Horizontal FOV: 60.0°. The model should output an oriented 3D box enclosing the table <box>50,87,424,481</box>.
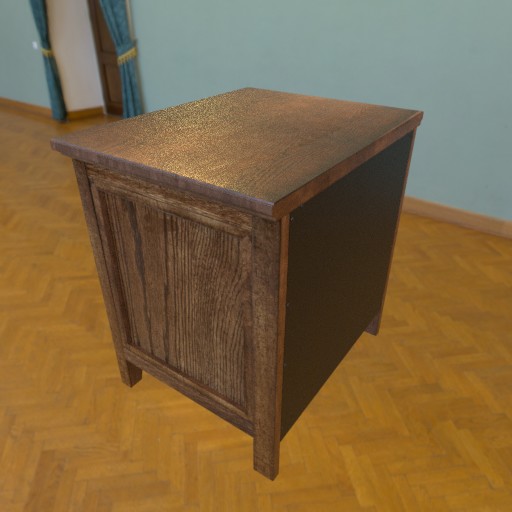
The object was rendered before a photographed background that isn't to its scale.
[{"bbox_3d":[0.000,0.000,1.004,0.461,0.597,0.586,20,36,30],"label":"table"}]
